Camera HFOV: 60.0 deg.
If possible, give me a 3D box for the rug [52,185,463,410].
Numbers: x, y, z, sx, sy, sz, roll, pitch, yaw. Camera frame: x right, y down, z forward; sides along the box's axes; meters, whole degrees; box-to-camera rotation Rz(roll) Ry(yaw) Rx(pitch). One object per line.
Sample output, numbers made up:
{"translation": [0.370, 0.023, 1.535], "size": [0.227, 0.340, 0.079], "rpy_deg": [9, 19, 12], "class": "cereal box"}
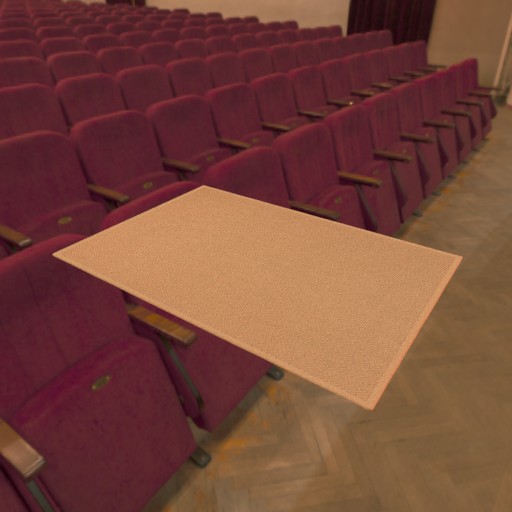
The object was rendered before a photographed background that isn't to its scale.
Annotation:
{"translation": [0.000, 0.000, 2.925], "size": [2.244, 0.017, 1.532], "rpy_deg": [19, 35, 30], "class": "rug"}
